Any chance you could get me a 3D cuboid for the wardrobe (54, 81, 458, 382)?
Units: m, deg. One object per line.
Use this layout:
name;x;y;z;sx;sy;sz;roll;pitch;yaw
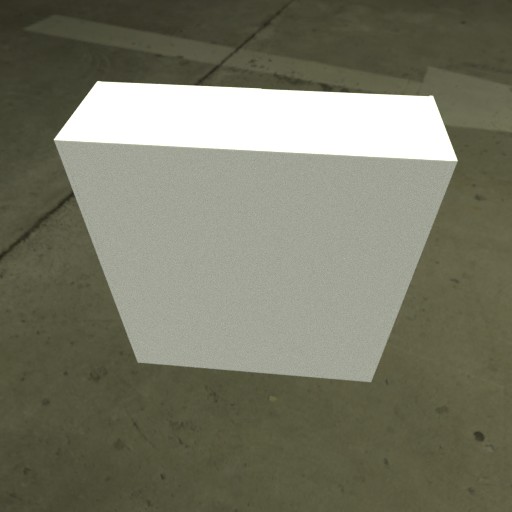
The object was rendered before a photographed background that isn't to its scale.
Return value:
wardrobe;0.000;0.000;2.939;1.830;2.020;0.600;4;47;4
